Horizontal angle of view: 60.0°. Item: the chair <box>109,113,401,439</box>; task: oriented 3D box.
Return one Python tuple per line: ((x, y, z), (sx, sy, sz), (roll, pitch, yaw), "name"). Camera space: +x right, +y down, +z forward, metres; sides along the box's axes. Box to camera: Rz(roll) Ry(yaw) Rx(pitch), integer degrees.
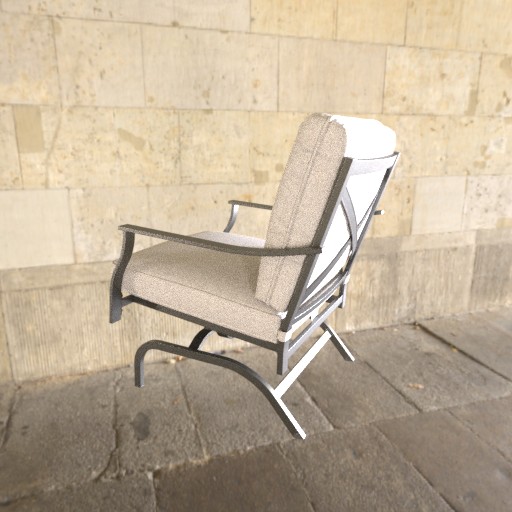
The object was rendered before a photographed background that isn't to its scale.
((0.000, 0.000, 1.456), (0.787, 0.860, 0.650), (7, 16, 26), "chair")
